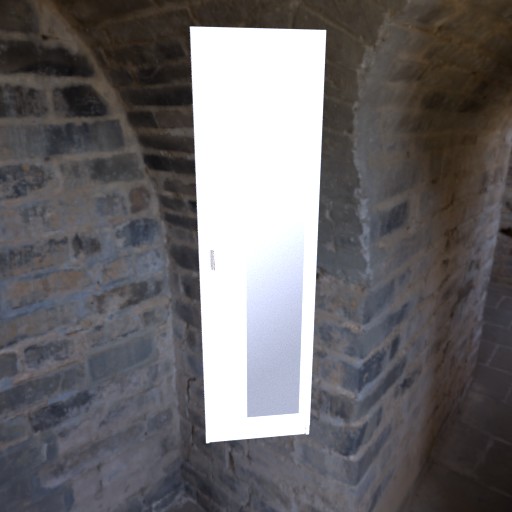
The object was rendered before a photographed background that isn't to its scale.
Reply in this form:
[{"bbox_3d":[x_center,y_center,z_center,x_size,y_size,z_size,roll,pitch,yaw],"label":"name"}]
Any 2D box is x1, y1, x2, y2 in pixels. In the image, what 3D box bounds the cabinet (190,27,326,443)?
[{"bbox_3d":[0.000,0.000,1.964,0.500,1.790,0.230,-2,17,-7],"label":"cabinet"}]
